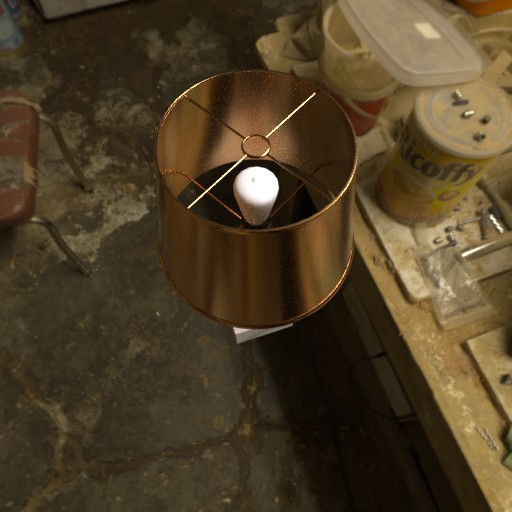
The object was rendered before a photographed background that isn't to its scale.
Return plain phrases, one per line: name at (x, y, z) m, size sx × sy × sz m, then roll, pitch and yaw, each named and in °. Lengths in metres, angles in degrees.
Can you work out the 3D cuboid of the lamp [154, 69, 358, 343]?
lamp at (0.000, 0.000, 0.522) m, size 0.208 × 0.406 × 0.208 m, roll 0°, pitch 65°, yaw 0°
